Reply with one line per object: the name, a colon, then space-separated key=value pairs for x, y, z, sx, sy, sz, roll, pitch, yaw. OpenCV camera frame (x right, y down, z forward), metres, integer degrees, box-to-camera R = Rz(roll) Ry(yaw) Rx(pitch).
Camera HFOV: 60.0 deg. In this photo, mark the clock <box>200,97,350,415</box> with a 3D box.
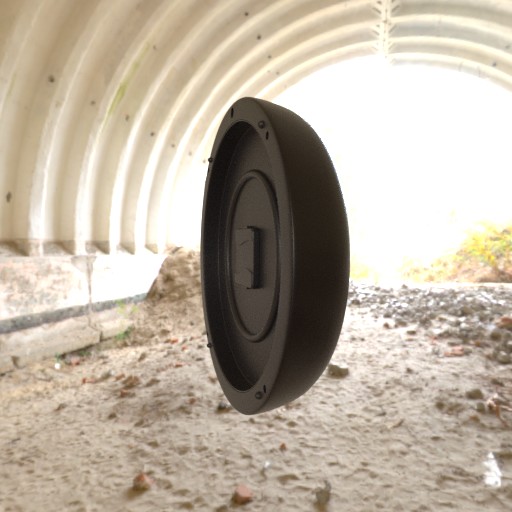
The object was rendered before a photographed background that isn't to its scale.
clock: x=0.000 y=0.000 z=0.449 sx=0.060 sy=0.300 sz=0.300 roll=0 pitch=1 yaw=-19
